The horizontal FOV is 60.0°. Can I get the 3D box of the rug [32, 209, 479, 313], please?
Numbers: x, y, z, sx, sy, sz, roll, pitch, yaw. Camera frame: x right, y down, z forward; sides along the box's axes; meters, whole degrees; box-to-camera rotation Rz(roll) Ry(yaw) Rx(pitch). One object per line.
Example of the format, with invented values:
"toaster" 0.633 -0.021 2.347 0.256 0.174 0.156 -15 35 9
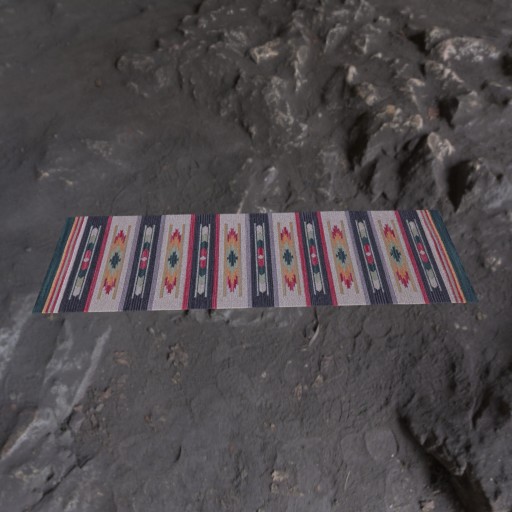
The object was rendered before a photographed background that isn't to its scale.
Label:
"rug" 0.000 0.000 2.664 2.440 0.009 0.760 -1 48 -1
